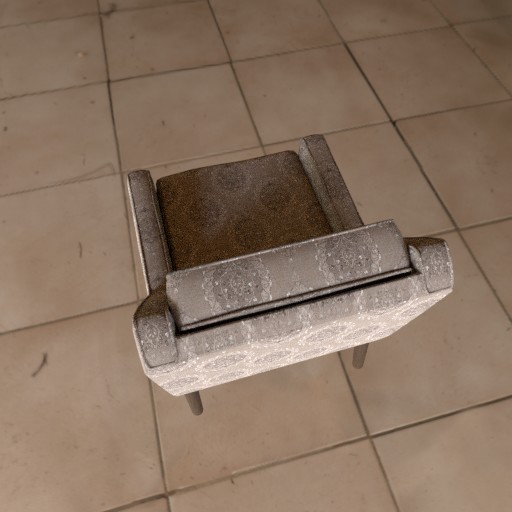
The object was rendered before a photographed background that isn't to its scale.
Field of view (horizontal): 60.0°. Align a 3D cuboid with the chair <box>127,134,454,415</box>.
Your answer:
[{"bbox_3d":[0.000,0.000,1.328,0.665,0.797,0.750,-14,60,-8],"label":"chair"}]
